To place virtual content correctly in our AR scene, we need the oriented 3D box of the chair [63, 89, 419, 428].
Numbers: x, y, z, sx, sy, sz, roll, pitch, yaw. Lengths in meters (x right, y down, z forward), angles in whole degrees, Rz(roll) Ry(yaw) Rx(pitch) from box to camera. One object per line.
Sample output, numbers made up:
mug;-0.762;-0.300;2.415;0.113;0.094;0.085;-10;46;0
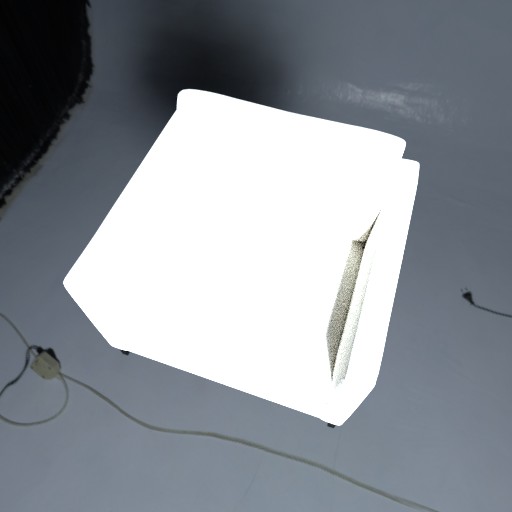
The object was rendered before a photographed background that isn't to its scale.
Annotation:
chair;0.000;0.000;1.613;0.964;0.806;0.875;16;59;10
